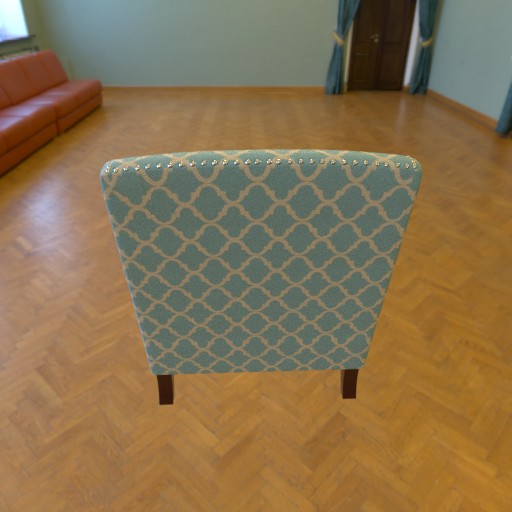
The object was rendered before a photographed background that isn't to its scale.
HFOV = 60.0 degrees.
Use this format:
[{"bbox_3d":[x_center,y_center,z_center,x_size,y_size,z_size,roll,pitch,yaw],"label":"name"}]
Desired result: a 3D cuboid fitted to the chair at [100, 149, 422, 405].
[{"bbox_3d":[0.000,0.000,1.313,0.617,0.817,0.686,-1,30,-2],"label":"chair"}]
